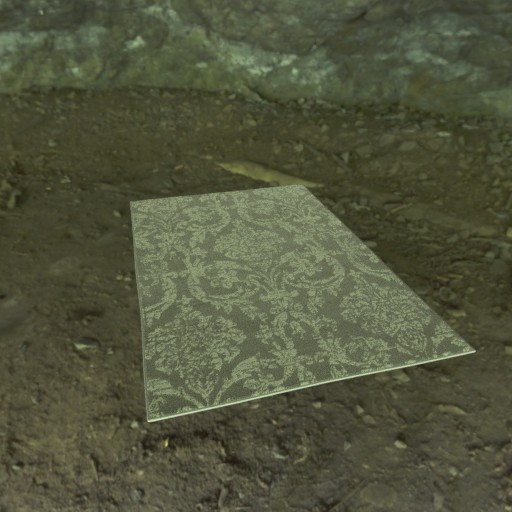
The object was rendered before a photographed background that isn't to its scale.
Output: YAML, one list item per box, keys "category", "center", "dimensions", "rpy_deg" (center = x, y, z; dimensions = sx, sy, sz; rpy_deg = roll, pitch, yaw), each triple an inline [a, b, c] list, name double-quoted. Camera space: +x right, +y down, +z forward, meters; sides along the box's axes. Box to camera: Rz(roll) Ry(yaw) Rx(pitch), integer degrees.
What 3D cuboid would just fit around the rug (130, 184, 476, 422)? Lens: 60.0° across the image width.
- category: "rug"
  center: [0.000, 0.000, 2.282]
  dimensions: [1.206, 0.012, 1.824]
  rpy_deg: [-8, 31, -13]
